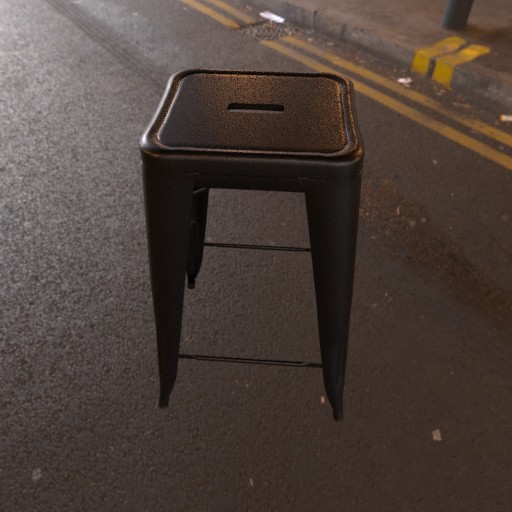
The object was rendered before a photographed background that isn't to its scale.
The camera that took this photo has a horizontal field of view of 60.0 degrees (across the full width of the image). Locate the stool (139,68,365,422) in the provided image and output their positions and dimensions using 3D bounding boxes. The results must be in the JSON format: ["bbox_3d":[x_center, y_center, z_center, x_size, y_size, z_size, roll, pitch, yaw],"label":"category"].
[{"bbox_3d":[0.000,0.000,0.847,0.399,0.609,0.359,3,46,3],"label":"stool"}]
